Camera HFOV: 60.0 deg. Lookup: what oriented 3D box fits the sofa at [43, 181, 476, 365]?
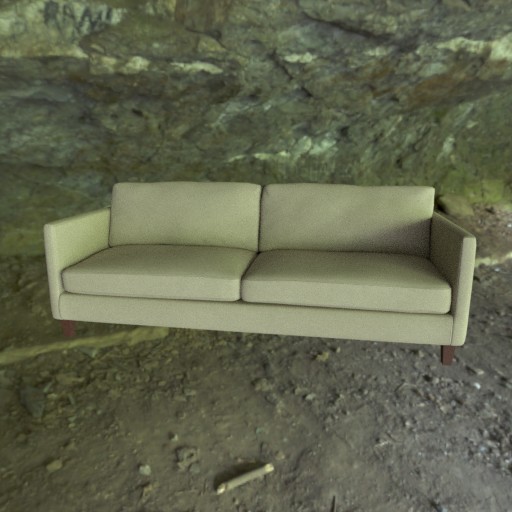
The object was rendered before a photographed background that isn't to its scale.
[{"bbox_3d":[0.000,0.000,2.884,2.404,0.912,0.988,2,14,9],"label":"sofa"}]
